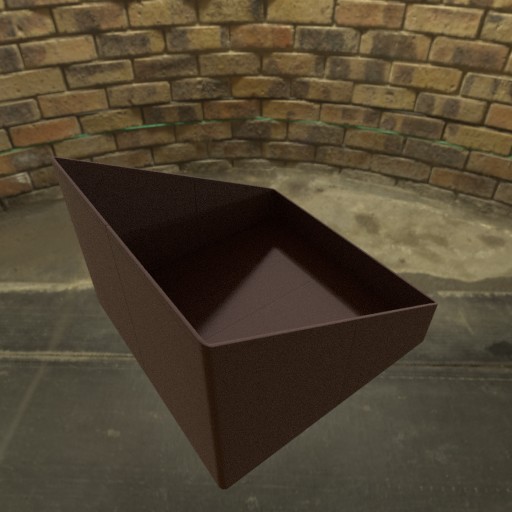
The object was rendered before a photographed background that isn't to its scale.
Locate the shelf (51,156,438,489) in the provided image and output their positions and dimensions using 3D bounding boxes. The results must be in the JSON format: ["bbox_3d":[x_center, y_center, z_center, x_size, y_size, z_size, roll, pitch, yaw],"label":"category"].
[{"bbox_3d":[0.000,0.000,0.482,0.292,0.210,0.292,-26,47,-27],"label":"shelf"}]
